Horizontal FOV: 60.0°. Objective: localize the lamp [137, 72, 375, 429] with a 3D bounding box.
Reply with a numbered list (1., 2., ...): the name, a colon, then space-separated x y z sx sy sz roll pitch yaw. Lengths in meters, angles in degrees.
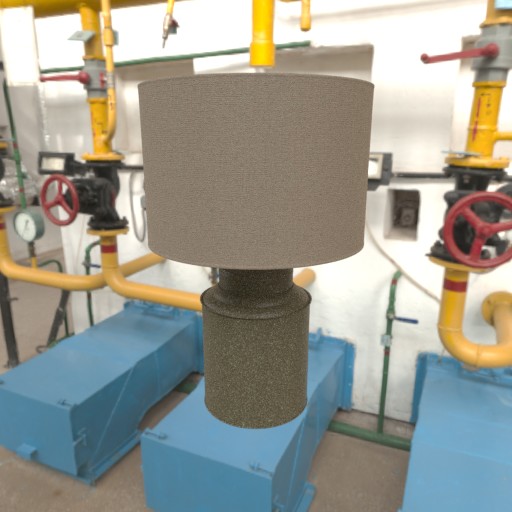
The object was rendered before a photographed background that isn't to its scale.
1. lamp: 0.000 0.000 0.676 0.318 0.486 0.318 0 15 0
